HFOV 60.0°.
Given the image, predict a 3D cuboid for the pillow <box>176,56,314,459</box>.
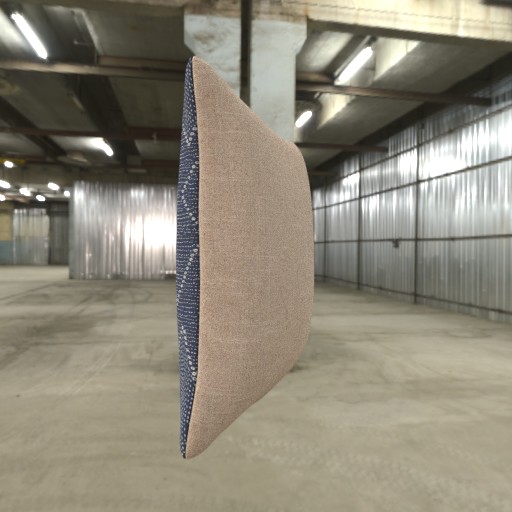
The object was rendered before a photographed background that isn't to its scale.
[{"bbox_3d":[0.000,0.000,0.669,0.148,0.428,0.435,0,0,19],"label":"pillow"}]
